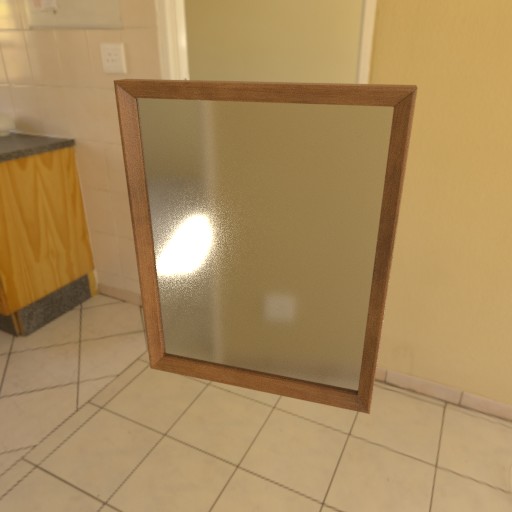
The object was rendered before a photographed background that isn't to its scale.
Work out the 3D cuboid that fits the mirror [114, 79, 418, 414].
[{"bbox_3d":[0.000,0.000,0.696,0.406,0.509,0.041,7,26,15],"label":"mirror"}]
